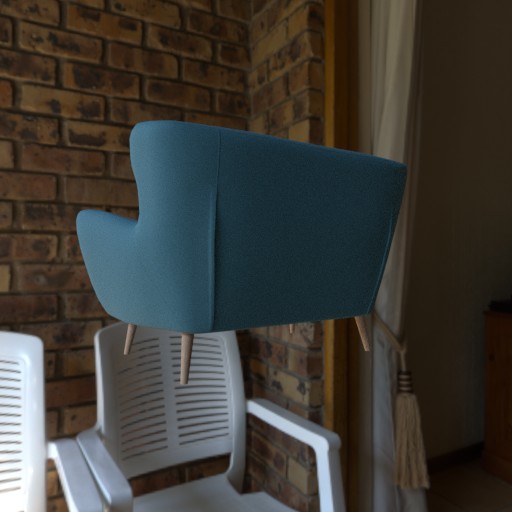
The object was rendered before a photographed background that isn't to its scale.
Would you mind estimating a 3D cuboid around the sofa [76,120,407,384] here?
[{"bbox_3d":[0.000,0.000,2.017,1.397,0.889,0.889,0,0,-35],"label":"sofa"}]
